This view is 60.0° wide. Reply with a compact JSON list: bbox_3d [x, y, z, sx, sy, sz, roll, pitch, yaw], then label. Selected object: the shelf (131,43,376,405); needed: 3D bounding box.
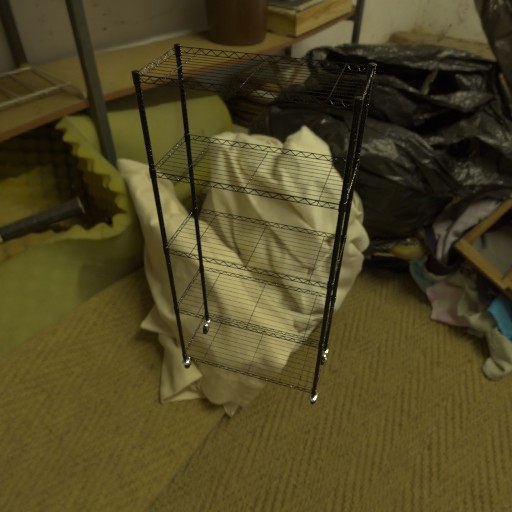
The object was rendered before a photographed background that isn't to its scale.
[{"bbox_3d":[0.000,0.000,2.000,0.762,1.645,0.356,12,42,13],"label":"shelf"}]
